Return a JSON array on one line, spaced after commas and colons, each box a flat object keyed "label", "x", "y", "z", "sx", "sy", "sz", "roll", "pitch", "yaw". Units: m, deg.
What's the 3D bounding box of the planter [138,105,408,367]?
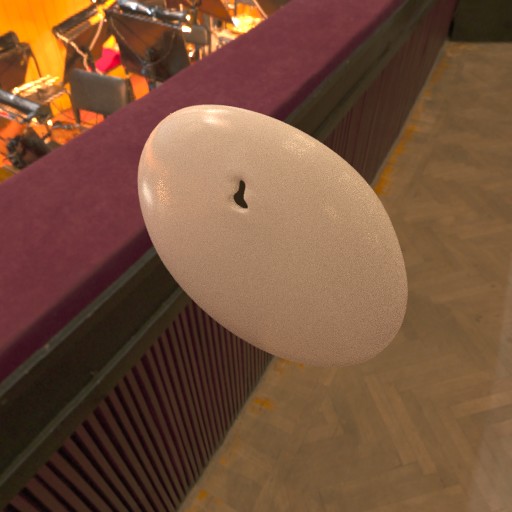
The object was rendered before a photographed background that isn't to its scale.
[{"label": "planter", "x": 0.000, "y": 0.000, "z": 0.271, "sx": 0.185, "sy": 0.188, "sz": 0.043, "roll": 25, "pitch": 51, "yaw": 22}]
